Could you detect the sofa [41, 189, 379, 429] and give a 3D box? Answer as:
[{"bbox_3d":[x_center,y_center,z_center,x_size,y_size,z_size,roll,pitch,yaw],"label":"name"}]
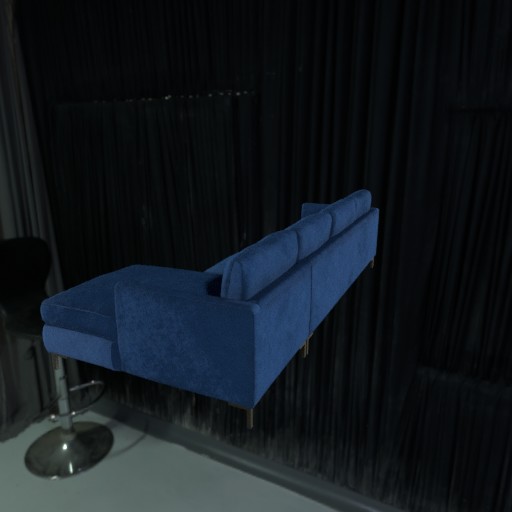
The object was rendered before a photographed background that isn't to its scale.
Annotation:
[{"bbox_3d":[0.000,0.000,3.474,1.350,0.810,2.932,7,17,24],"label":"sofa"}]
